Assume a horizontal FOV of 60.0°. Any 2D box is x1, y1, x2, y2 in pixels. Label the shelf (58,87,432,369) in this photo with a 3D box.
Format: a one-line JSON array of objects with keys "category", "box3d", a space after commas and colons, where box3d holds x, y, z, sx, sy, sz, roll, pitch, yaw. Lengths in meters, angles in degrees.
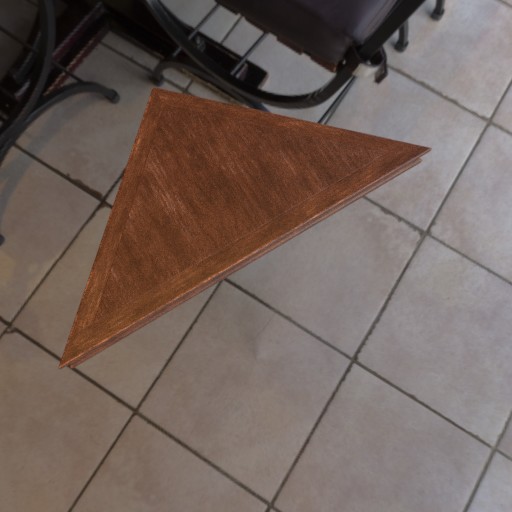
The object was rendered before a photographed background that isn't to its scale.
[{"category": "shelf", "box3d": [0.000, 0.000, 0.442, 0.296, 0.035, 0.296, 13, 77, 3]}]
